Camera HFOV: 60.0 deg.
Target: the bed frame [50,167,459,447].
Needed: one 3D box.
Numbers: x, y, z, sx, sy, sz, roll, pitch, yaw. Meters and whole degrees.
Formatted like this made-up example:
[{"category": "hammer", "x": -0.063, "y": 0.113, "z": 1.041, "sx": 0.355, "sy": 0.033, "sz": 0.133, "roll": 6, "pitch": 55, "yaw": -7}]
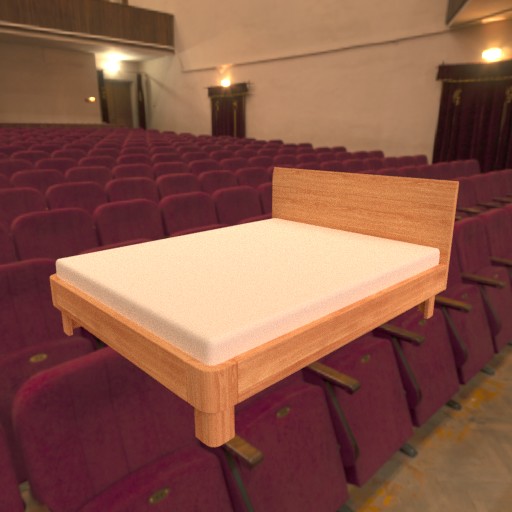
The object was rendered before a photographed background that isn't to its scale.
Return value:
[{"category": "bed frame", "x": 0.000, "y": 0.000, "z": 2.901, "sx": 2.092, "sy": 0.940, "sz": 1.660, "roll": -15, "pitch": 21, "yaw": -42}]
